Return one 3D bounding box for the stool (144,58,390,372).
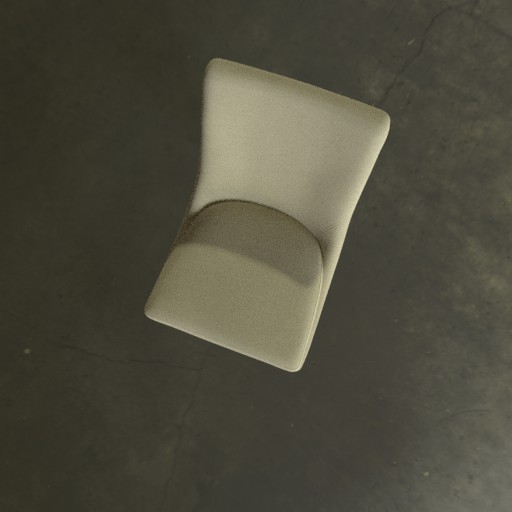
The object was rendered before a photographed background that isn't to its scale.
[{"bbox_3d":[0.000,0.000,1.346,0.470,0.981,0.577,20,76,5],"label":"stool"}]
